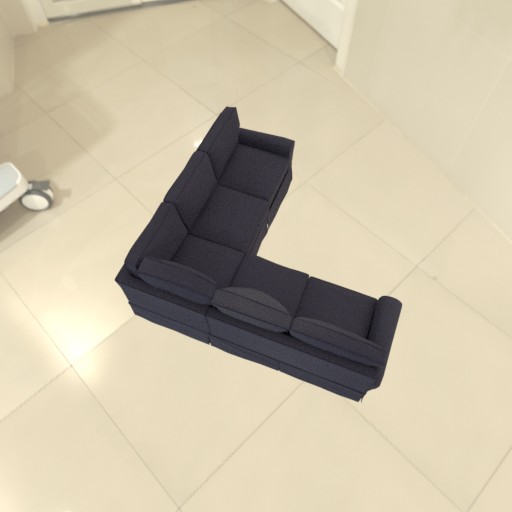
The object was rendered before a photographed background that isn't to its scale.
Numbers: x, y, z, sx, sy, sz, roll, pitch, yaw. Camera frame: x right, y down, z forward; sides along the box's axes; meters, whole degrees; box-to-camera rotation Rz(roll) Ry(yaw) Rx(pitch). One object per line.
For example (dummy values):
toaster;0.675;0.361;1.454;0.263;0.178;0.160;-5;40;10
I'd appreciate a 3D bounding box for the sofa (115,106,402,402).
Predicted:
sofa;0.000;0.000;5.021;2.874;1.169;3.773;-33;64;-18
